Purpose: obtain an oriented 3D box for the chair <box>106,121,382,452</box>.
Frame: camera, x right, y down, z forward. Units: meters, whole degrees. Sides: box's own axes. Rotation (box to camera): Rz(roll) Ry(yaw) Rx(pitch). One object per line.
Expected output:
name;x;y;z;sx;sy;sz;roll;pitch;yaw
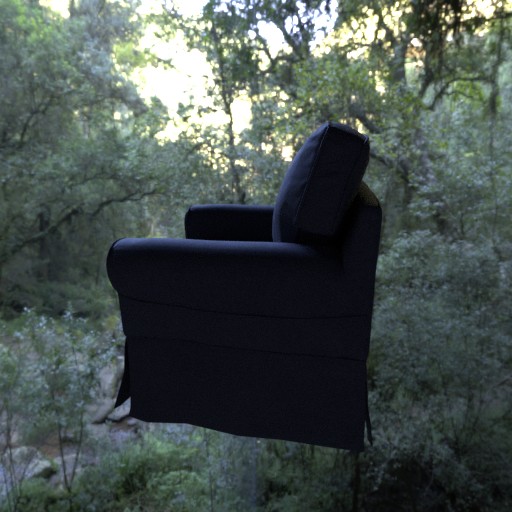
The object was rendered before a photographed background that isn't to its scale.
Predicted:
chair;0.000;0.000;1.997;1.002;1.140;1.119;2;15;9
